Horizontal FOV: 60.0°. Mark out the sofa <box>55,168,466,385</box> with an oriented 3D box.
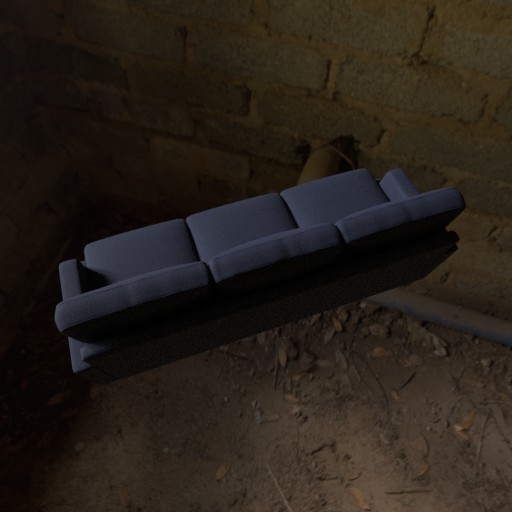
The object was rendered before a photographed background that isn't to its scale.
[{"bbox_3d":[0.000,0.000,2.582,2.115,0.984,0.888,-17,59,-10],"label":"sofa"}]
